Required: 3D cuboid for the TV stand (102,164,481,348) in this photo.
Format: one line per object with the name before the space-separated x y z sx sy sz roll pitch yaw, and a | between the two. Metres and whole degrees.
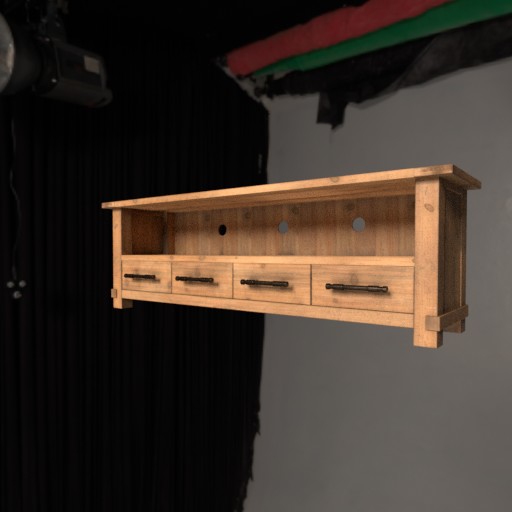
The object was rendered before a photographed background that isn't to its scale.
TV stand | 0.000 0.000 2.049 1.804 0.573 0.453 0 1 37
